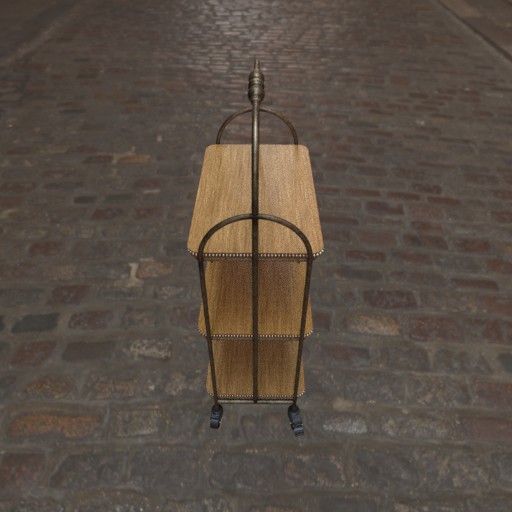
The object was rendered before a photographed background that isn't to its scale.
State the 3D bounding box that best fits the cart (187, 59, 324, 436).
[{"bbox_3d":[0.000,0.000,1.354,0.330,1.052,0.650,0,42,0],"label":"cart"}]
